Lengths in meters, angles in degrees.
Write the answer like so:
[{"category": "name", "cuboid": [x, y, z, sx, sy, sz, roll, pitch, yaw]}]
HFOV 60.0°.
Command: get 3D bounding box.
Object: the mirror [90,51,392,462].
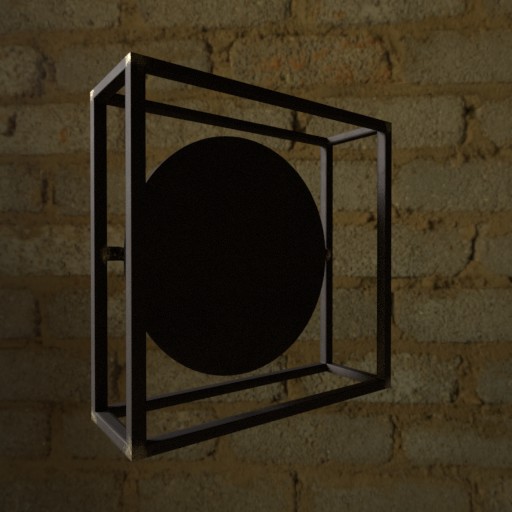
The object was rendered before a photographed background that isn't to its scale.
[{"category": "mirror", "cuboid": [0.000, 0.000, 0.460, 0.306, 0.303, 0.107, 0, 1, -36]}]
